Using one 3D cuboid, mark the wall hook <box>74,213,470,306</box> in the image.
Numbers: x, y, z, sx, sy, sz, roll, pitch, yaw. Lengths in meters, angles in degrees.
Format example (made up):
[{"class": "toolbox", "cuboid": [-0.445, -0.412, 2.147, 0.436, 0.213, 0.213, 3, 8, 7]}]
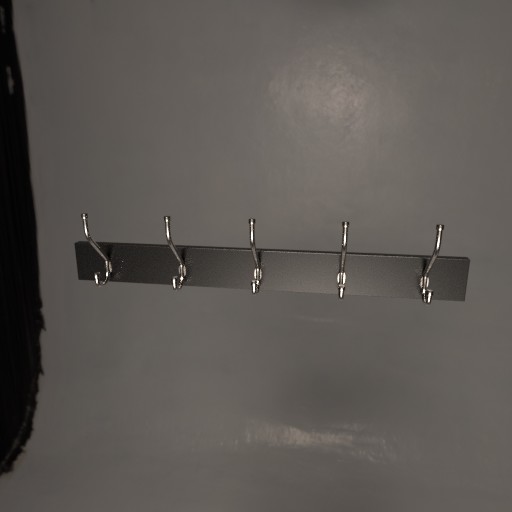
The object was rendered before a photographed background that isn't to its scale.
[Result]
[{"class": "wall hook", "cuboid": [0.000, 0.000, 0.615, 0.571, 0.117, 0.071, 3, 16, 9]}]
